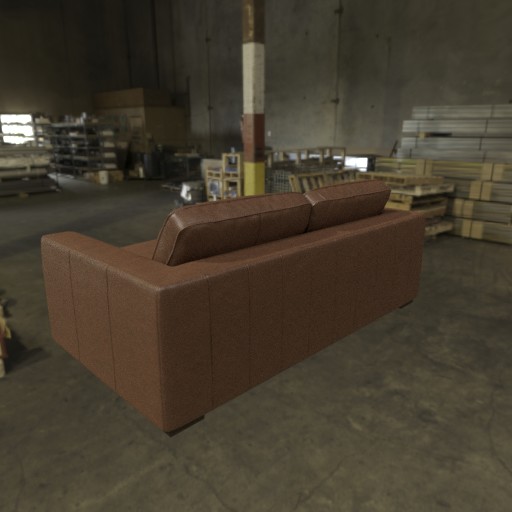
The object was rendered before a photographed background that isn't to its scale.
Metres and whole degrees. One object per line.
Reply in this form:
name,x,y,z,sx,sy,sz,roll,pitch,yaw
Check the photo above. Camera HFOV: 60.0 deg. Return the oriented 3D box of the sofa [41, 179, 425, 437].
sofa,0.000,0.000,2.451,1.920,0.800,1.070,-15,22,-43
